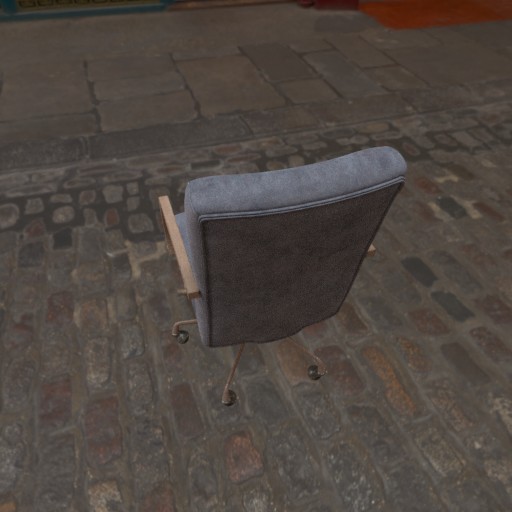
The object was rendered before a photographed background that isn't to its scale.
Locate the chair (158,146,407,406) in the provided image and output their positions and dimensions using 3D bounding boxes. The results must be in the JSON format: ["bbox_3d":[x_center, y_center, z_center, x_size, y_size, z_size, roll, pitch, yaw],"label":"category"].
[{"bbox_3d":[0.000,0.000,1.487,0.640,1.029,0.741,-13,44,-13],"label":"chair"}]
